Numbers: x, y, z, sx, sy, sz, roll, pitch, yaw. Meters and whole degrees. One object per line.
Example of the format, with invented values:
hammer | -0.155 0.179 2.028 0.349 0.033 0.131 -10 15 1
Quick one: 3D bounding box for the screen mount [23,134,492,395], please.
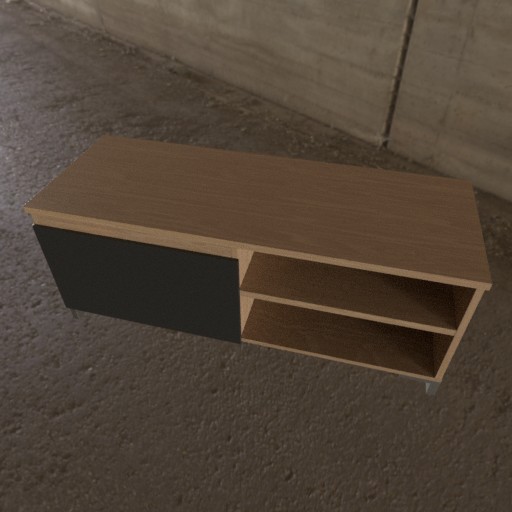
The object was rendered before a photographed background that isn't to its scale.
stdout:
screen mount | 0.000 0.000 1.280 1.084 0.432 0.406 10 42 11
